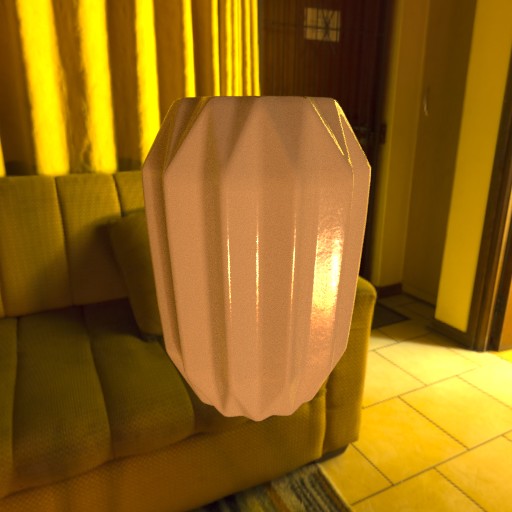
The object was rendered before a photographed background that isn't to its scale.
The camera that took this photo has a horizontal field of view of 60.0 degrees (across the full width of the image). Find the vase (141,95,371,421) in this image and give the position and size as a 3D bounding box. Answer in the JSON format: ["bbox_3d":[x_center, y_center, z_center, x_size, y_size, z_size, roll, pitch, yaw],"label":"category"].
[{"bbox_3d":[0.000,0.000,0.411,0.195,0.275,0.195,0,18,0],"label":"vase"}]
